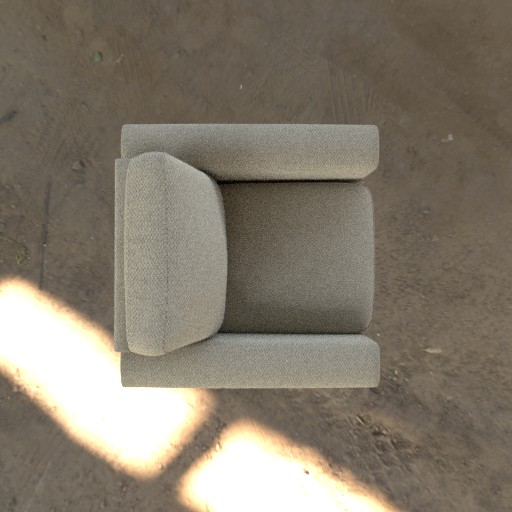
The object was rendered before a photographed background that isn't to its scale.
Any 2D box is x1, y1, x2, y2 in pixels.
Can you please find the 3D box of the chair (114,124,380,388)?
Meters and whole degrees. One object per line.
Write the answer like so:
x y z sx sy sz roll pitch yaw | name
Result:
0.000 0.000 1.795 1.016 0.873 1.005 0 89 0 | chair
